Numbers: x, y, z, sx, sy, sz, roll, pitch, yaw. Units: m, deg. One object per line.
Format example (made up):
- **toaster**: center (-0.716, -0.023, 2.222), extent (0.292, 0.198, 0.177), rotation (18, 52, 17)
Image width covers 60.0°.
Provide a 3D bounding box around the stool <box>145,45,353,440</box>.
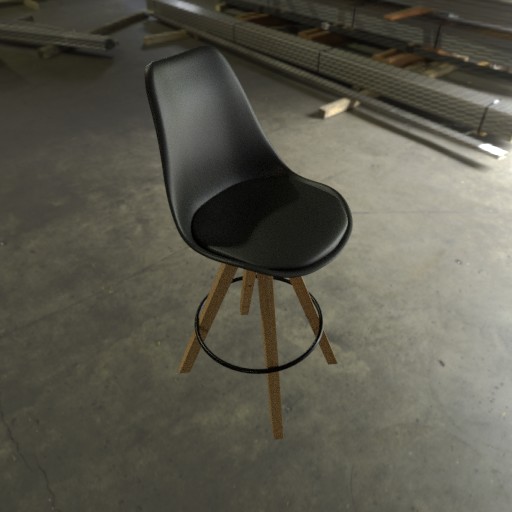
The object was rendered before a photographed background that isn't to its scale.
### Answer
- **stool**: center (0.000, 0.000, 1.390), extent (0.550, 1.115, 0.485), rotation (26, 46, 27)
